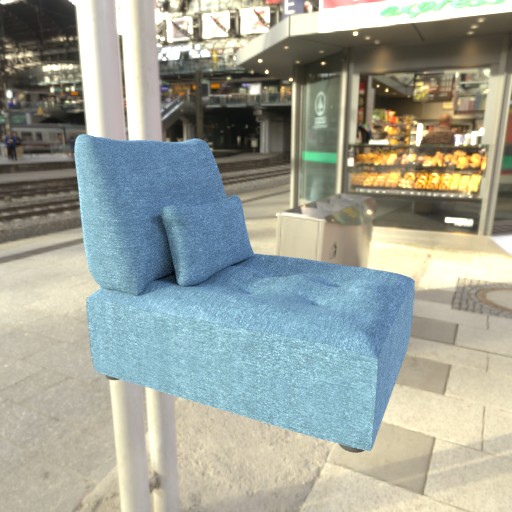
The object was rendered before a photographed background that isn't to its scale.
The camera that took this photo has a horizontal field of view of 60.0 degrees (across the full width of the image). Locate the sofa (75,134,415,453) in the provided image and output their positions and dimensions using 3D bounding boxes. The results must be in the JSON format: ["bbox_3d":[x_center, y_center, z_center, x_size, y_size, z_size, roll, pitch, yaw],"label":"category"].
[{"bbox_3d":[0.000,0.000,1.553,1.000,0.820,0.700,7,16,25],"label":"sofa"}]
